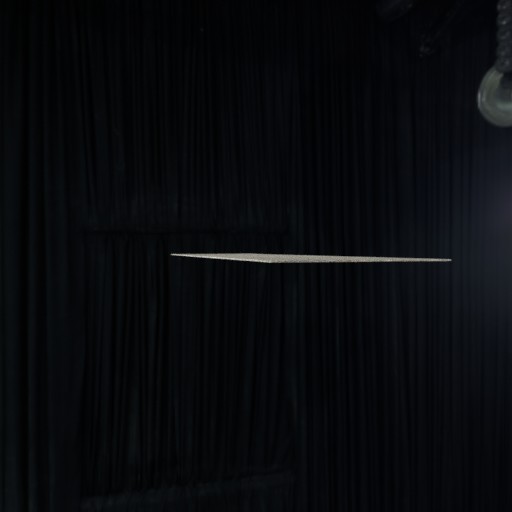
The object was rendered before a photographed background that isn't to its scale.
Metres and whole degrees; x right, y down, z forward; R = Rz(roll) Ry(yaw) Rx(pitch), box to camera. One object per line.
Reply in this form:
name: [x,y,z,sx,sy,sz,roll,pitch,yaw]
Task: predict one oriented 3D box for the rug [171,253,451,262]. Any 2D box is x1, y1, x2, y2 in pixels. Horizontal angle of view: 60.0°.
rug: [0.000,0.000,2.677,0.706,0.009,2.443,0,1,-18]
